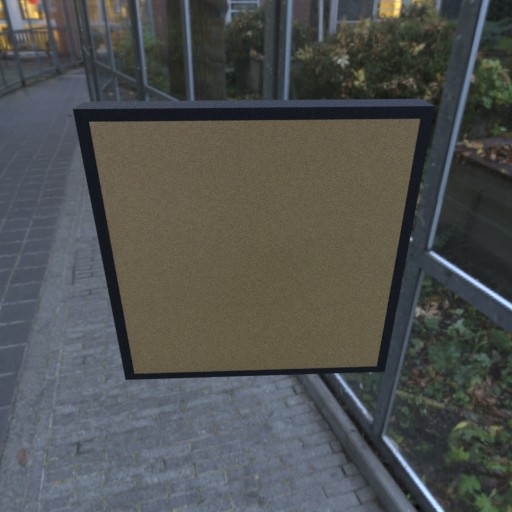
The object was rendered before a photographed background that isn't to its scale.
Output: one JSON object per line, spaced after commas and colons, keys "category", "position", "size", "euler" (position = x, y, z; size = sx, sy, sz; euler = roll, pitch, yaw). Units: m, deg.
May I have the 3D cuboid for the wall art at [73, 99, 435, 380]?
{"category": "wall art", "position": [0.000, 0.000, 0.461], "size": [0.305, 0.304, 0.033], "euler": [-1, 29, -2]}
